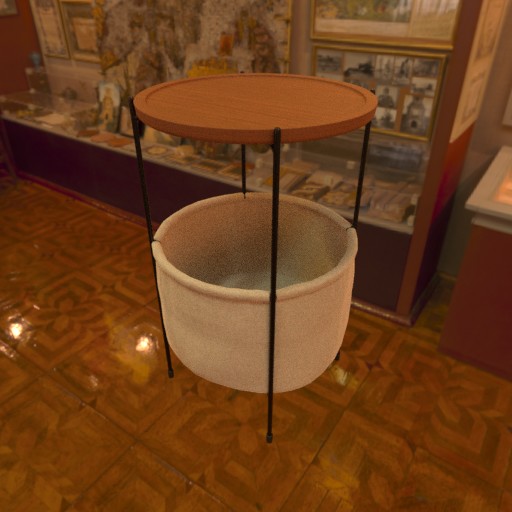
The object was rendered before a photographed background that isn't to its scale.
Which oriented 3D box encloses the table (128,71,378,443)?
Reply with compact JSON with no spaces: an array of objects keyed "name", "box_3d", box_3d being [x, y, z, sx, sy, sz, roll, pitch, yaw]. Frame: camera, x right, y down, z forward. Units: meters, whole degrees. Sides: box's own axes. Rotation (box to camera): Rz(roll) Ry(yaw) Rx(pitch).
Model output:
[{"name":"table","box_3d":[0.000,0.000,0.883,0.393,0.623,0.393,22,38,31]}]
